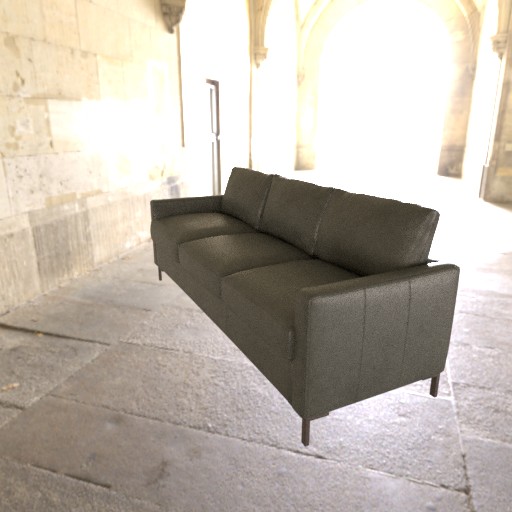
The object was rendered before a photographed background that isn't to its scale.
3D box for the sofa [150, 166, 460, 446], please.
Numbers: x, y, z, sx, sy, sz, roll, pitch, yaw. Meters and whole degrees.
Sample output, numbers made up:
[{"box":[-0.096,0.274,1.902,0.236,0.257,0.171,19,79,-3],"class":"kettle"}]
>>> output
[{"box":[0.000,0.000,2.424,0.748,0.805,2.029,-8,19,-26],"class":"sofa"}]
